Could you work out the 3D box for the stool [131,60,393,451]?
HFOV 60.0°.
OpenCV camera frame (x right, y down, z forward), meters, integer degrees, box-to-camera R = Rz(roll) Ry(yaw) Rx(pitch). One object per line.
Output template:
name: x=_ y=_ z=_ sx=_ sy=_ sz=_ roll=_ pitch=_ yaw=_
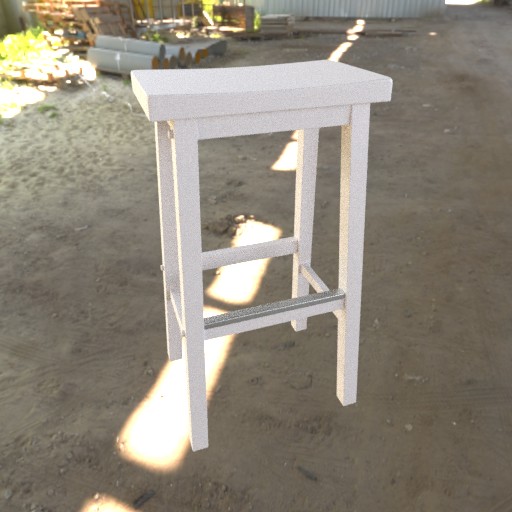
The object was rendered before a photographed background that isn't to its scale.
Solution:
stool: x=0.000 y=0.000 z=0.964 sx=0.406 sy=0.742 sz=0.322 roll=-10 pitch=33 yaw=-16
